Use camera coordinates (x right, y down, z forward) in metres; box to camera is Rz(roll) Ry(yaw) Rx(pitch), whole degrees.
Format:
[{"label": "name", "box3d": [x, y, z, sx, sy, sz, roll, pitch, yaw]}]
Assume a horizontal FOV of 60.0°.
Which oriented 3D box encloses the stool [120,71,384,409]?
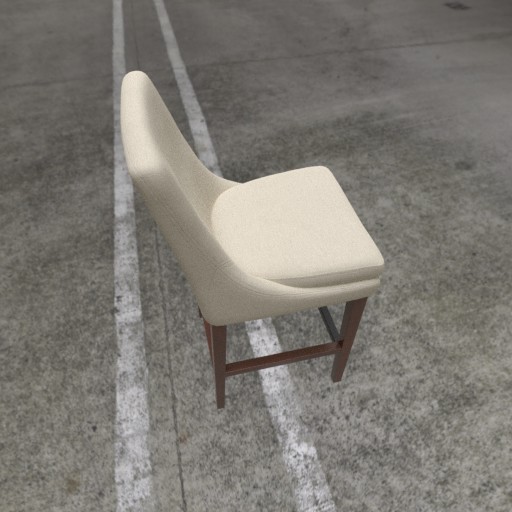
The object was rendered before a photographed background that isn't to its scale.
[{"label": "stool", "box3d": [0.000, 0.000, 1.298, 0.577, 0.981, 0.470, -10, 47, -9]}]
